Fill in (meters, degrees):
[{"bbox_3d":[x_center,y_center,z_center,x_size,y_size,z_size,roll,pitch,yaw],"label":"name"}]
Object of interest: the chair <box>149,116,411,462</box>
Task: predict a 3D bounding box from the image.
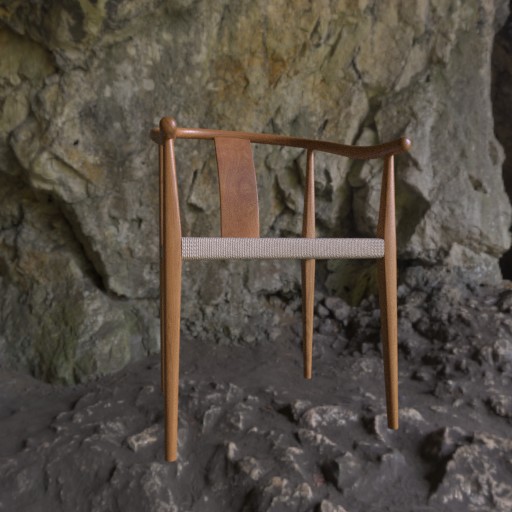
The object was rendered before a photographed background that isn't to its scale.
[{"bbox_3d":[0.000,0.000,1.189,0.556,0.800,0.579,0,1,-17],"label":"chair"}]
